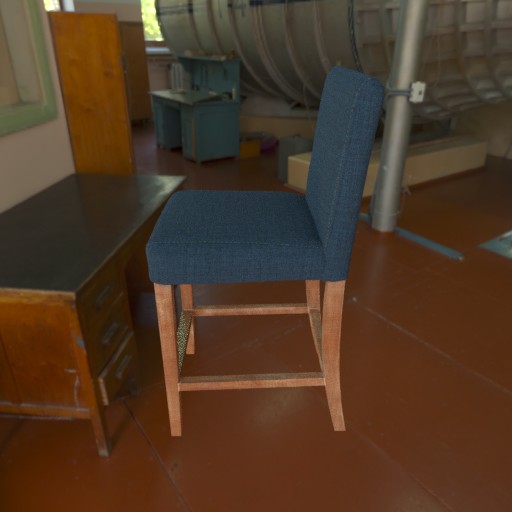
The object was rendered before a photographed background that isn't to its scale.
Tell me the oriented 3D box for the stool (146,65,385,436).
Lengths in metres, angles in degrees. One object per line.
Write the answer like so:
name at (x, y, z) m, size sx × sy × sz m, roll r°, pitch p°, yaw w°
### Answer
stool at (0.000, 0.000, 1.343) m, size 0.567 × 1.039 × 0.454 m, roll -1°, pitch 26°, yaw -1°
